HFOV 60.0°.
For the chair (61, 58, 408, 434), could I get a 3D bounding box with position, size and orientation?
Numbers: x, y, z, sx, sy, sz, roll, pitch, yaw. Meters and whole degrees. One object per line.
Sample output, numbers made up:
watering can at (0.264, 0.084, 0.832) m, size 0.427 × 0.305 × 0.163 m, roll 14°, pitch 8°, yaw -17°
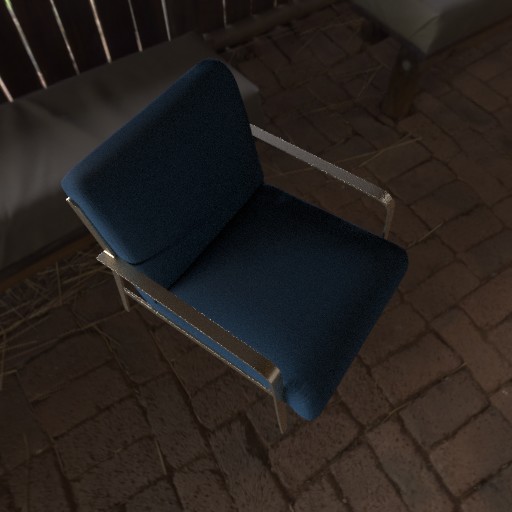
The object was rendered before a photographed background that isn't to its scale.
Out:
chair at (0.000, 0.000, 1.449) m, size 0.859 × 0.831 × 0.692 m, roll 31°, pitch 64°, yaw 17°
